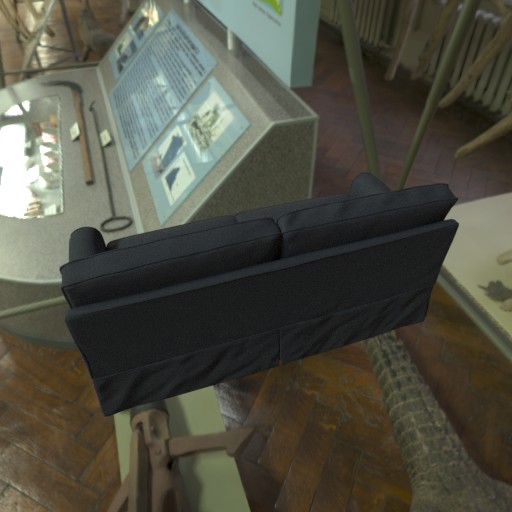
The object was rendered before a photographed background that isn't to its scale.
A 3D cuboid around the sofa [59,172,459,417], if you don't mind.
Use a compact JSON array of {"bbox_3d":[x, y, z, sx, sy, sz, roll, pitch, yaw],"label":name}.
[{"bbox_3d":[0.000,0.000,2.854,2.256,1.094,0.983,-13,43,-14],"label":"sofa"}]
